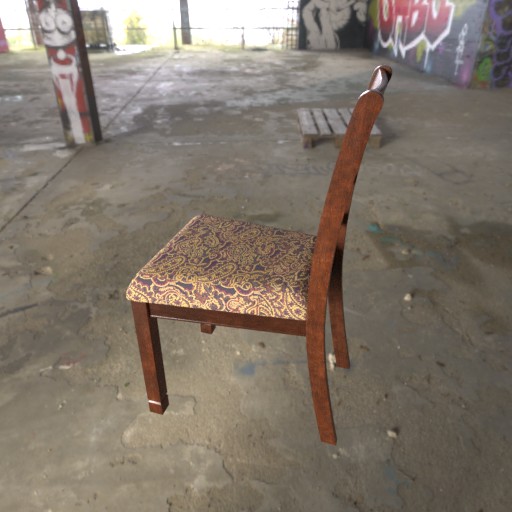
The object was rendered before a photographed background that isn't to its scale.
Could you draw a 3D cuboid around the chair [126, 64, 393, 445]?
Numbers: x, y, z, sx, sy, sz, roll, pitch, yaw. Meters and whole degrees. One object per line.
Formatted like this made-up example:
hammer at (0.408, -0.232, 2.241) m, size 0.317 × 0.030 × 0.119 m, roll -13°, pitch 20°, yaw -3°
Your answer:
chair at (0.000, 0.000, 1.239) m, size 0.584 × 0.965 × 0.457 m, roll 9°, pitch 31°, yaw 15°
